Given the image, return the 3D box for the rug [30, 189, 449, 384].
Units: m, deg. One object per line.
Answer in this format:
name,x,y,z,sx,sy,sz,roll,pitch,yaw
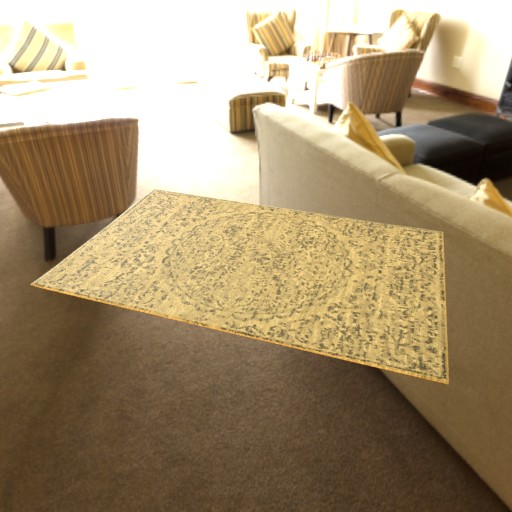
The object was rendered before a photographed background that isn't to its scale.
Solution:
rug,0.000,0.000,3.038,2.447,0.021,1.527,10,34,15
